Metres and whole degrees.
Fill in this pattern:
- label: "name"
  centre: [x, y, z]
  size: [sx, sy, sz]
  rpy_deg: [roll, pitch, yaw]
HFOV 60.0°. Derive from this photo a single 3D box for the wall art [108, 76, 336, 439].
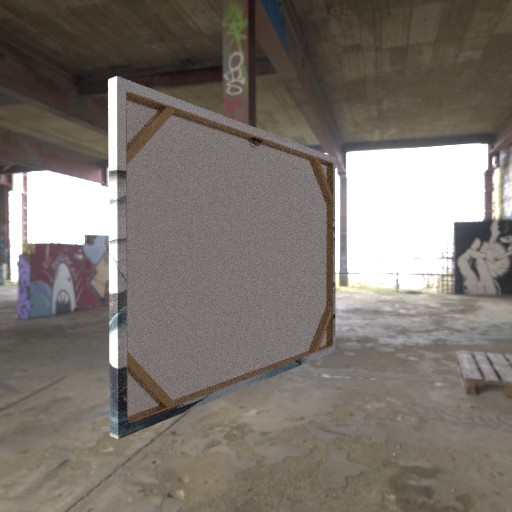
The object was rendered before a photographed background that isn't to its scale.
- label: "wall art"
  centre: [0.000, 0.000, 1.613]
  size: [0.039, 0.915, 1.219]
  rpy_deg: [1, 1, 36]
